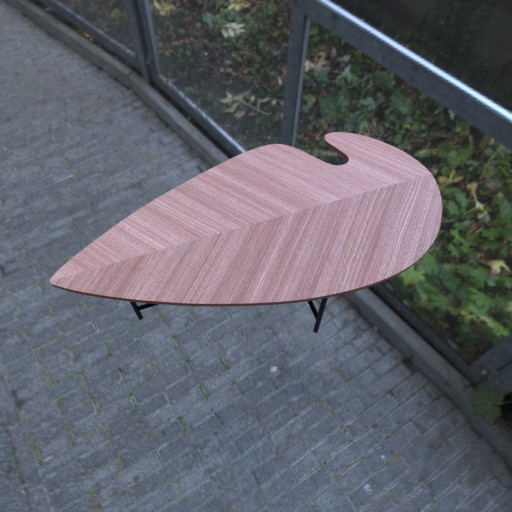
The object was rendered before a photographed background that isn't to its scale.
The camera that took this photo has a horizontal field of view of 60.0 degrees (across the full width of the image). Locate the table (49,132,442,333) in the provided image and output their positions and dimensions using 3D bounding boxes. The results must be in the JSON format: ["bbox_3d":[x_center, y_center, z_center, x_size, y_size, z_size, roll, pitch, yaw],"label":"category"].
[{"bbox_3d":[0.000,0.000,1.472,1.199,0.360,0.598,-16,59,-10],"label":"table"}]
